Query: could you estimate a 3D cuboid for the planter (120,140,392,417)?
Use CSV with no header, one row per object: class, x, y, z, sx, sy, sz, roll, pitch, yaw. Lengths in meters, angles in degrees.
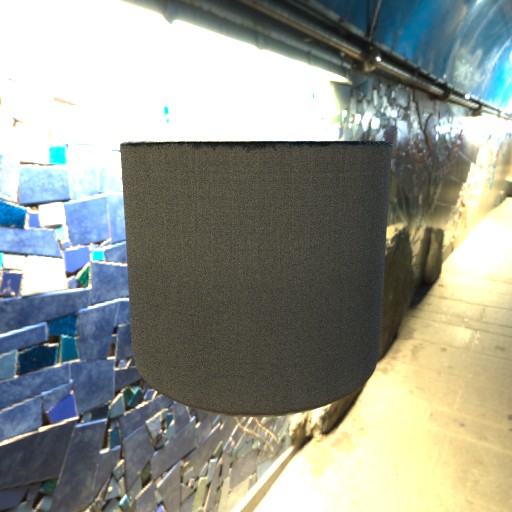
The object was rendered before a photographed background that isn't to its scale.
planter,0.000,0.000,0.400,0.226,0.201,0.226,0,14,0
